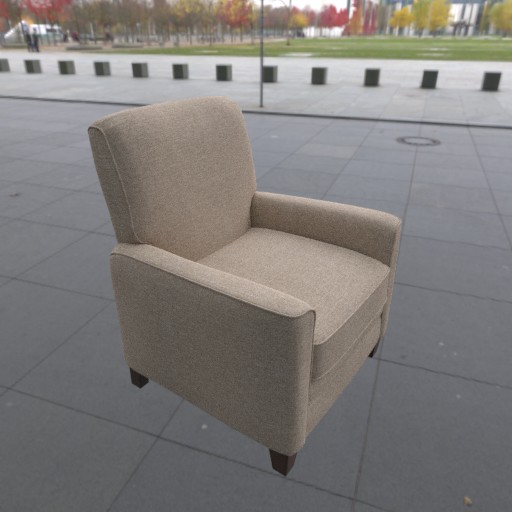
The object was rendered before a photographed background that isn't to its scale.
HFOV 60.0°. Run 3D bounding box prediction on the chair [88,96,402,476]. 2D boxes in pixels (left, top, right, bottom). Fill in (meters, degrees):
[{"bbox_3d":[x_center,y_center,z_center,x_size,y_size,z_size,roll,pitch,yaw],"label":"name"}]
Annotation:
[{"bbox_3d":[0.000,0.000,1.624,0.858,1.028,0.841,18,32,31],"label":"chair"}]
